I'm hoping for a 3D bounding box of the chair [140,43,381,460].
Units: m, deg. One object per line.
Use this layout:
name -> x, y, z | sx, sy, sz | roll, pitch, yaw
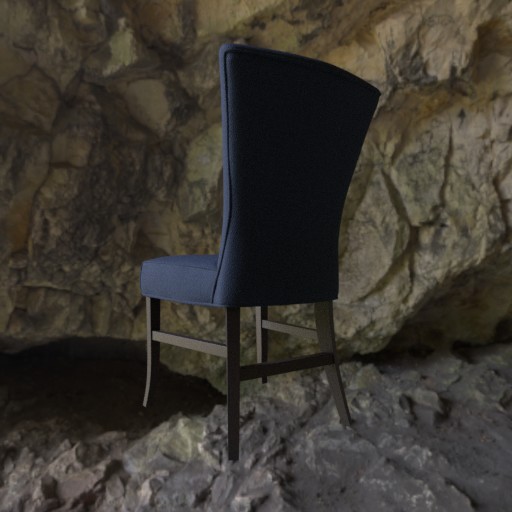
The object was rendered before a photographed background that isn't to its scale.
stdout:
chair -> 0.000, 0.000, 1.352 | 0.520, 0.991, 0.660 | 0, 0, -34
